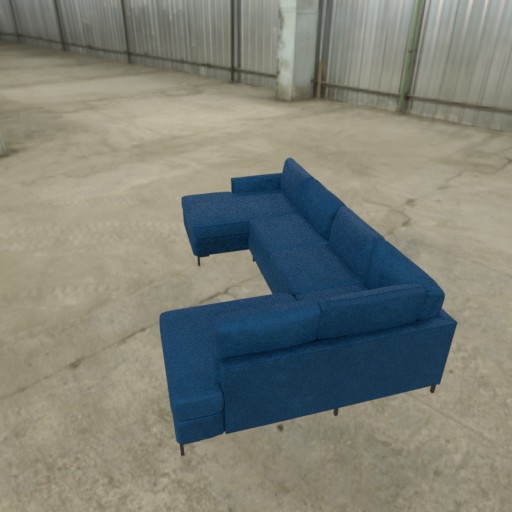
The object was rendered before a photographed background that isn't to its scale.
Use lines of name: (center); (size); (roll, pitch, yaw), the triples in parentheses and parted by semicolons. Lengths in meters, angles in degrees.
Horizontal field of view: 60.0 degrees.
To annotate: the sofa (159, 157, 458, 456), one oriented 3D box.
sofa: (0.000, 0.000, 4.438); (2.055, 0.992, 3.434); (-8, 31, -13)
